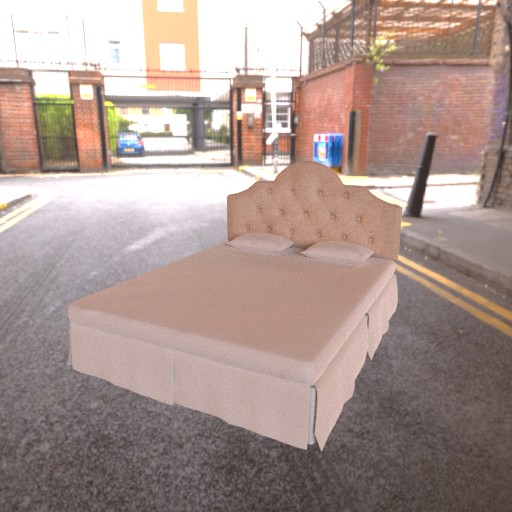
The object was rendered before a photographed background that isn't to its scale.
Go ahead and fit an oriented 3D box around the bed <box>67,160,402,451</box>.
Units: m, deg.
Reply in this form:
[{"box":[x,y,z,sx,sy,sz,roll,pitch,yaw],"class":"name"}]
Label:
[{"box":[0.000,0.000,3.043,1.667,1.194,1.970,8,17,26],"class":"bed"}]
